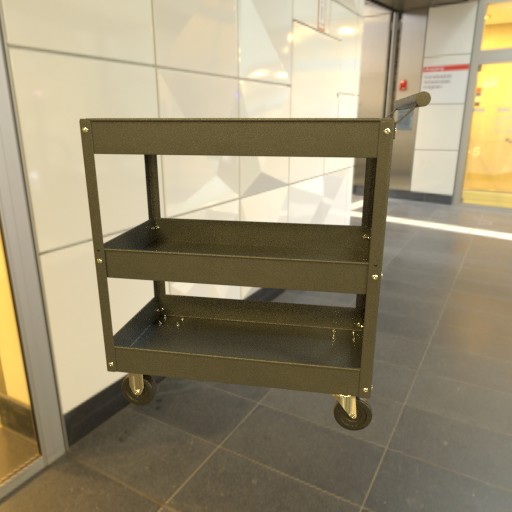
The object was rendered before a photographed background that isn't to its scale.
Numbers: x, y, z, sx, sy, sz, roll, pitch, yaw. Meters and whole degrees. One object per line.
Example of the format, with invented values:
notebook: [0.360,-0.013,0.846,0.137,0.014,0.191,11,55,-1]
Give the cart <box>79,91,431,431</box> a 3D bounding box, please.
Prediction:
cart: [0.000,0.000,1.157,0.719,0.780,0.366,3,17,10]
